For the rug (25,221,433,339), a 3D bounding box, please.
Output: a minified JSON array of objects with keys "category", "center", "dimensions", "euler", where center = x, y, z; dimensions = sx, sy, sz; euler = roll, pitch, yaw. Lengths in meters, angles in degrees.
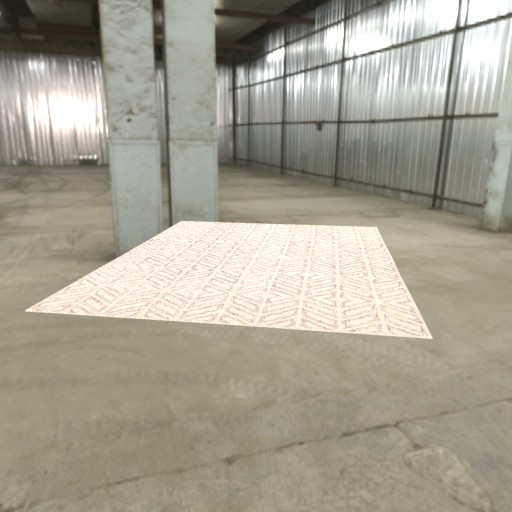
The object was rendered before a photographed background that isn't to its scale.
[{"category":"rug","center":[0.000,0.000,4.016],"dimensions":[2.421,0.008,3.045],"euler":[2,15,9]}]
